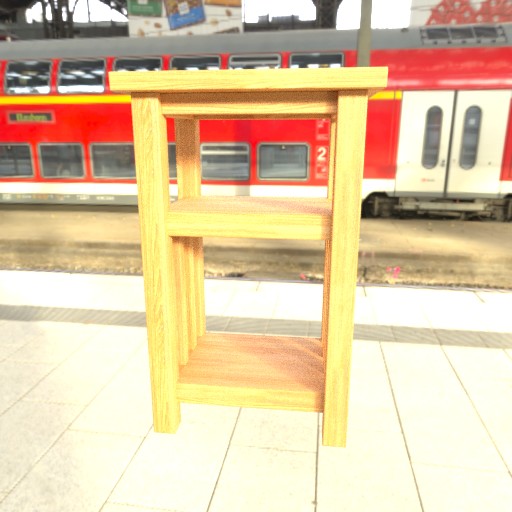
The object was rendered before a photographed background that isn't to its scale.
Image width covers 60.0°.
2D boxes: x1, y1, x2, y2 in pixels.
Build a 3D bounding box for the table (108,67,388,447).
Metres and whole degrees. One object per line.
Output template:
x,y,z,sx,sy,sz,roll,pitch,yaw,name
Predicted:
0.000,0.000,0.749,0.350,0.550,0.270,2,15,7,table
